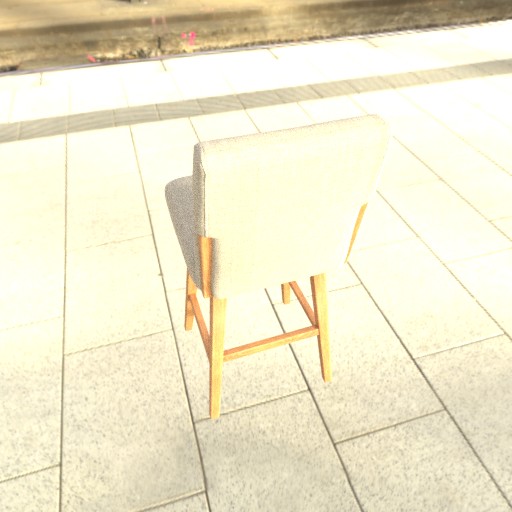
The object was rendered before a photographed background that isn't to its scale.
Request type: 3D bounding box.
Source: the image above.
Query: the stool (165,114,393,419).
[{"bbox_3d":[0.000,0.000,1.421,0.483,1.106,0.569,-13,44,-14],"label":"stool"}]
